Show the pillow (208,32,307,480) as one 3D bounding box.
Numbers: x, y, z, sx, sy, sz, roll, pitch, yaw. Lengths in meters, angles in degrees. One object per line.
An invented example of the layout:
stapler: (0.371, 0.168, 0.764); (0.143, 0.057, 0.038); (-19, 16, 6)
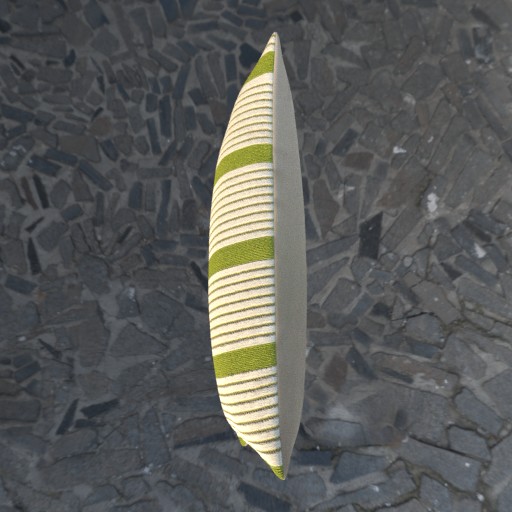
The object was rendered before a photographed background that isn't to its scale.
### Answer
pillow: (0.000, 0.000, 0.715); (0.156, 0.292, 0.608); (0, 75, 0)
